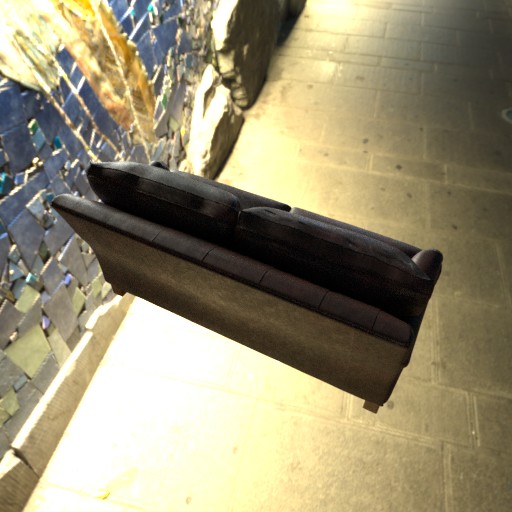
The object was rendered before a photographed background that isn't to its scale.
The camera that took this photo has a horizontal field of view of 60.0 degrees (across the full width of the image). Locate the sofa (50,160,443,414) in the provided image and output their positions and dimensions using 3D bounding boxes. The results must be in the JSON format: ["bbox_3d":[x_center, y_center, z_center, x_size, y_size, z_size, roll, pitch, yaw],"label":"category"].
[{"bbox_3d":[0.000,0.000,2.813,2.144,1.071,1.147,21,49,19],"label":"sofa"}]
